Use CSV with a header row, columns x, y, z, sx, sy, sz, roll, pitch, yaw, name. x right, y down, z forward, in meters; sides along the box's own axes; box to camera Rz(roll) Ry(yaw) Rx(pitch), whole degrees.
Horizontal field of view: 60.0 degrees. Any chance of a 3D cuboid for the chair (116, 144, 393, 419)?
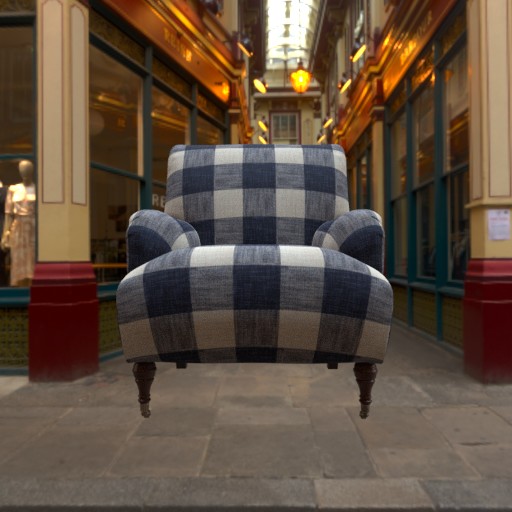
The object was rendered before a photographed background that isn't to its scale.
x,y,z,sx,sy,sz,roll,pitch,yaw,name
0.000,0.000,1.589,0.781,0.953,0.848,0,0,1,chair
